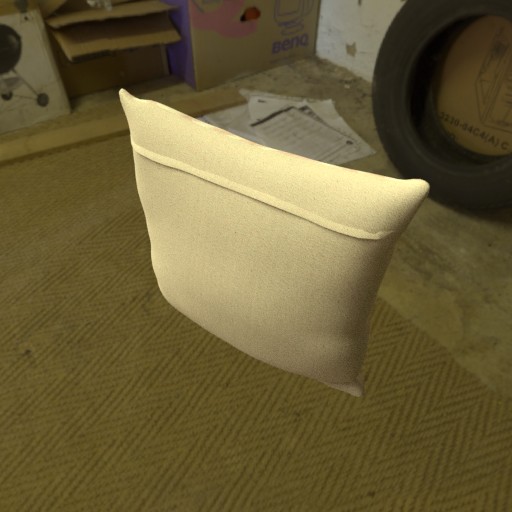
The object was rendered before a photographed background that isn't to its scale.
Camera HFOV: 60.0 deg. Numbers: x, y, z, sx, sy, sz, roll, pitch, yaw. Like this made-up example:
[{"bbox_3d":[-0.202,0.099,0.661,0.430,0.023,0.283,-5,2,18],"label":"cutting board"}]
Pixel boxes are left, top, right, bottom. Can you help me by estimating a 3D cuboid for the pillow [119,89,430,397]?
[{"bbox_3d":[0.000,0.000,0.682,0.440,0.441,0.182,24,51,21],"label":"pillow"}]
